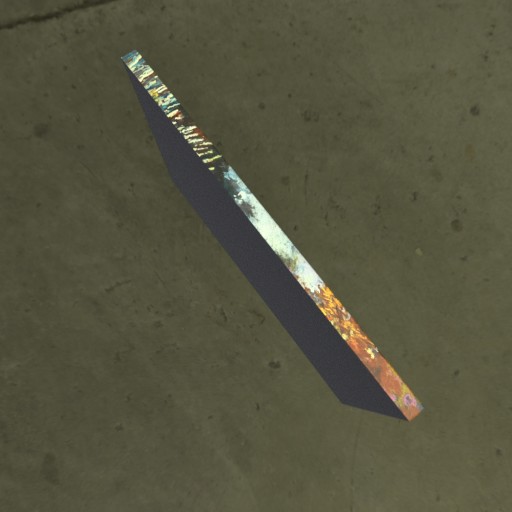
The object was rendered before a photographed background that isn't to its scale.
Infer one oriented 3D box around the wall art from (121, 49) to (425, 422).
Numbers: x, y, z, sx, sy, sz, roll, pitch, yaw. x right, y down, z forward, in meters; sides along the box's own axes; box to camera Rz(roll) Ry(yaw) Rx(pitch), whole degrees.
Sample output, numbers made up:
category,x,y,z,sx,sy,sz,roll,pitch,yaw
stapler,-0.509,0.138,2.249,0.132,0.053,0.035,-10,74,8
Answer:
category,x,y,z,sx,sy,sz,roll,pitch,yaw
wall art,0.000,0.000,1.136,0.037,0.604,0.908,-36,77,-9
